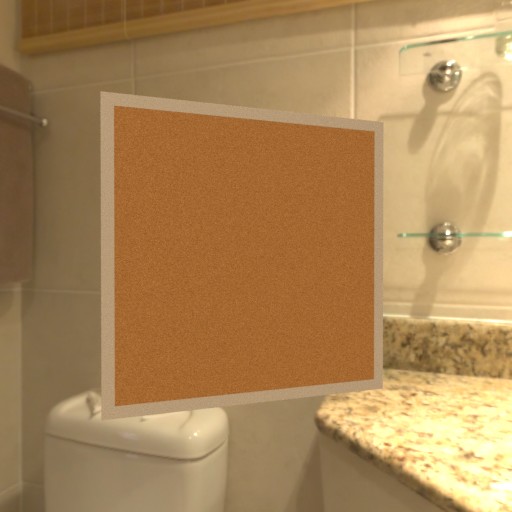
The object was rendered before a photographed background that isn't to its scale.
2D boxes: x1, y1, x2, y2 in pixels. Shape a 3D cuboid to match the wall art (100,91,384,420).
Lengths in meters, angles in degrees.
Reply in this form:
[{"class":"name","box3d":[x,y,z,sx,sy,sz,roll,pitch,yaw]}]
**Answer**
[{"class":"wall art","box3d":[0.000,0.000,0.691,0.456,0.457,0.009,0,1,-18]}]
